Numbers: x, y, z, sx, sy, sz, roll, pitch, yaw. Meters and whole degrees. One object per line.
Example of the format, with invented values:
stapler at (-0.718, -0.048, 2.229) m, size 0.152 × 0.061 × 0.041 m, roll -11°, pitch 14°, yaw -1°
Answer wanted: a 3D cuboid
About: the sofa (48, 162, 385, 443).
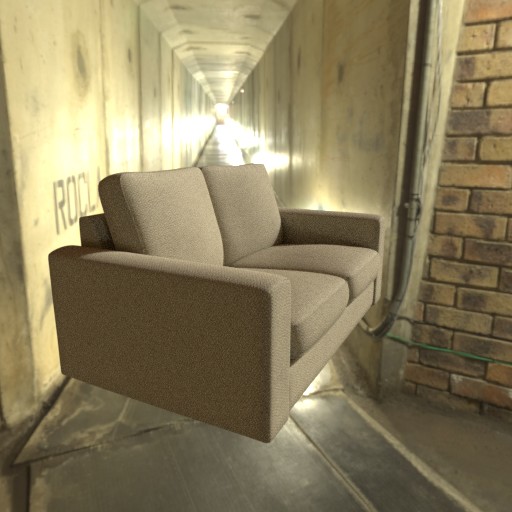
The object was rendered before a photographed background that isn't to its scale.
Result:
sofa at (0.000, 0.000, 2.229) m, size 1.016 × 0.873 × 1.616 m, roll 7°, pitch 16°, yaw 27°
